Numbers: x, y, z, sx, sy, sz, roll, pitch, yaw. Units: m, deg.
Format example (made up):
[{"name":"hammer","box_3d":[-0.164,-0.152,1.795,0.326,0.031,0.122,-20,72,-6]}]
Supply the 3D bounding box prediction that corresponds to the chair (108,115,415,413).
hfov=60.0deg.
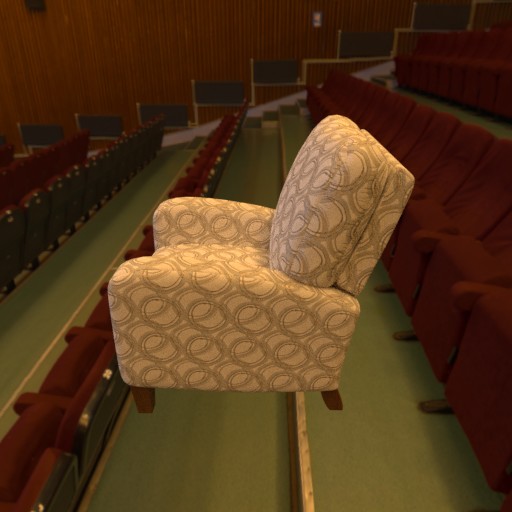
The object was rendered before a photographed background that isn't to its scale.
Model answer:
[{"name":"chair","box_3d":[0.000,0.000,1.838,0.995,1.065,0.796,1,26,1]}]
